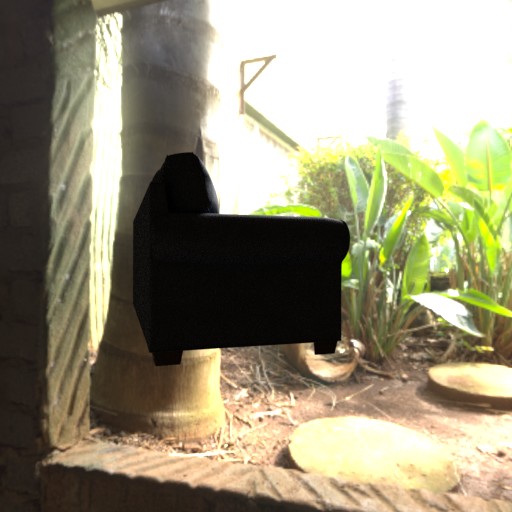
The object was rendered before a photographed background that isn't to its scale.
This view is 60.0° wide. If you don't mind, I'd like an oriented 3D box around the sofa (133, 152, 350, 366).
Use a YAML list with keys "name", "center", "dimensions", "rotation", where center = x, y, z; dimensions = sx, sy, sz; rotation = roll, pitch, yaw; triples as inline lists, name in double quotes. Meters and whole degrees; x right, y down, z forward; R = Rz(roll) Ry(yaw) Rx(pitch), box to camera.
- name: "sofa"
  center: [0.000, 0.000, 3.458]
  dimensions: [1.780, 1.063, 2.567]
  rotation: [0, 0, -17]
